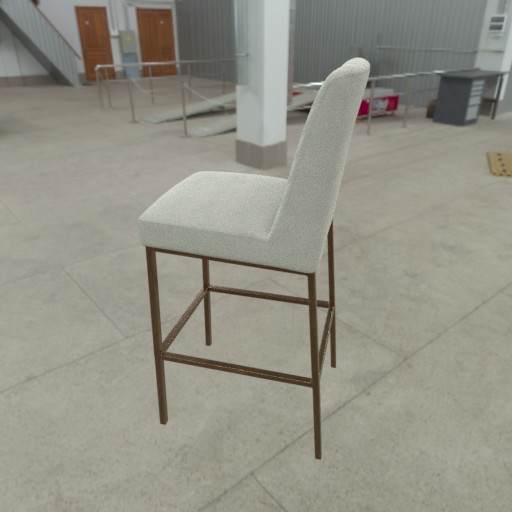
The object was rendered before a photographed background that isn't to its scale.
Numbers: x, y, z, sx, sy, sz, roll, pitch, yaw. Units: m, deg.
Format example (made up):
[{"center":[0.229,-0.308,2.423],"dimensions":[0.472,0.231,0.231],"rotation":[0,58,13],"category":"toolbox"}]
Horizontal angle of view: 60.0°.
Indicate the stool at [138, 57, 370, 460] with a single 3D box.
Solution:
[{"center":[0.000,0.000,1.330],"dimensions":[0.546,1.084,0.462],"rotation":[7,28,13],"category":"stool"}]
